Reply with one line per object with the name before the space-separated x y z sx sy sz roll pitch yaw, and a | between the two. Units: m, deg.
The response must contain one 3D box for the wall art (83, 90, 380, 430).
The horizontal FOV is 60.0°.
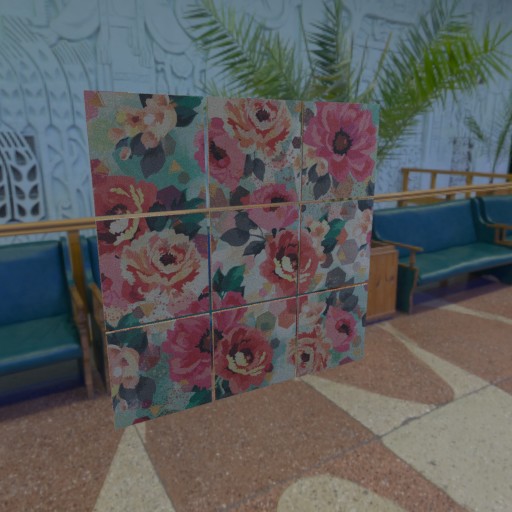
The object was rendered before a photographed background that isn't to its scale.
wall art | 0.000 0.000 2.263 1.521 1.519 0.013 -8 16 -27
